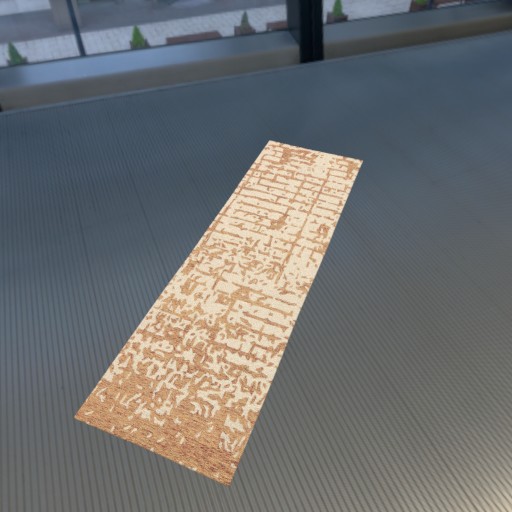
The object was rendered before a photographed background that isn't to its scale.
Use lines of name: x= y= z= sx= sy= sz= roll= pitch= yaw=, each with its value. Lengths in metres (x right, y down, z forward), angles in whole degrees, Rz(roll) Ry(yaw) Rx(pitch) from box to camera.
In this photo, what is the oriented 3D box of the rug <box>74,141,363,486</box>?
rug: x=0.000 y=0.000 z=2.637 sx=0.750 sy=0.011 sz=2.435 roll=16 pitch=48 yaw=15
